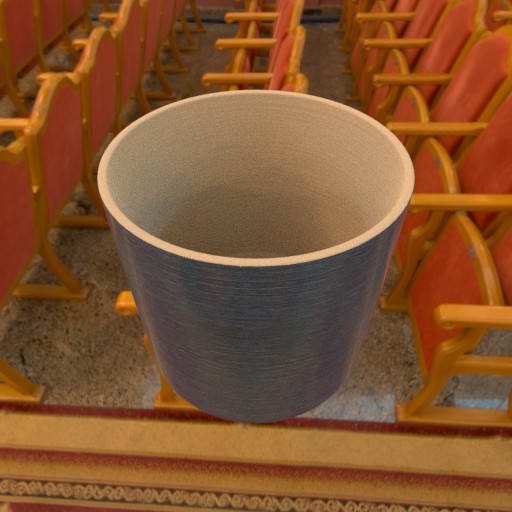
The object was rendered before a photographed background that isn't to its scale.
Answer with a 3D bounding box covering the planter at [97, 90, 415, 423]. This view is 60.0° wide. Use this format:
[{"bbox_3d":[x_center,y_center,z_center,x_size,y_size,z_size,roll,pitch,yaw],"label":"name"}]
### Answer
[{"bbox_3d":[0.000,0.000,0.389,0.221,0.201,0.221,0,44,0],"label":"planter"}]
